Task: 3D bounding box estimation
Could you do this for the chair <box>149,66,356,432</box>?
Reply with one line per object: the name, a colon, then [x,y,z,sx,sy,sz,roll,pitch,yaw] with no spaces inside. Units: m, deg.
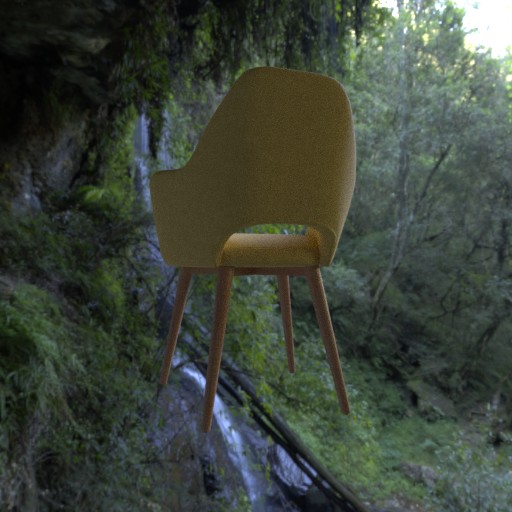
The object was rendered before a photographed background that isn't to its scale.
chair: [0.000,0.000,1.273,0.590,0.840,0.610,0,-1,-19]
